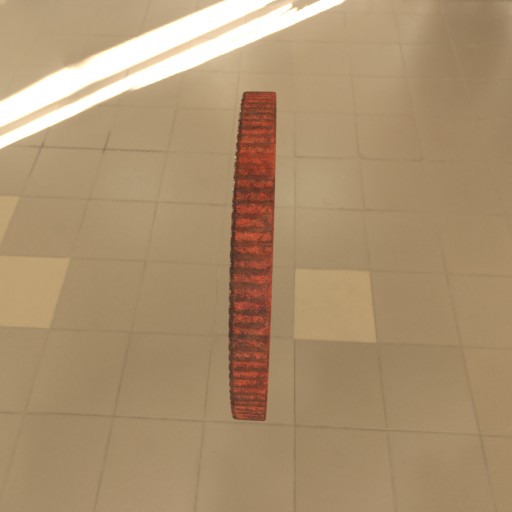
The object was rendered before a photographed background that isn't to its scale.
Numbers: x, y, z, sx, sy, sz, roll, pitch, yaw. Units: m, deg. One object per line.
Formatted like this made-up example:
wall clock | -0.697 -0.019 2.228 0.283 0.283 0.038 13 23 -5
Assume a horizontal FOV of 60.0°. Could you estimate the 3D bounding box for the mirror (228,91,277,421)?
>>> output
mirror | 0.000 0.000 0.875 0.056 0.609 0.609 2 58 1
